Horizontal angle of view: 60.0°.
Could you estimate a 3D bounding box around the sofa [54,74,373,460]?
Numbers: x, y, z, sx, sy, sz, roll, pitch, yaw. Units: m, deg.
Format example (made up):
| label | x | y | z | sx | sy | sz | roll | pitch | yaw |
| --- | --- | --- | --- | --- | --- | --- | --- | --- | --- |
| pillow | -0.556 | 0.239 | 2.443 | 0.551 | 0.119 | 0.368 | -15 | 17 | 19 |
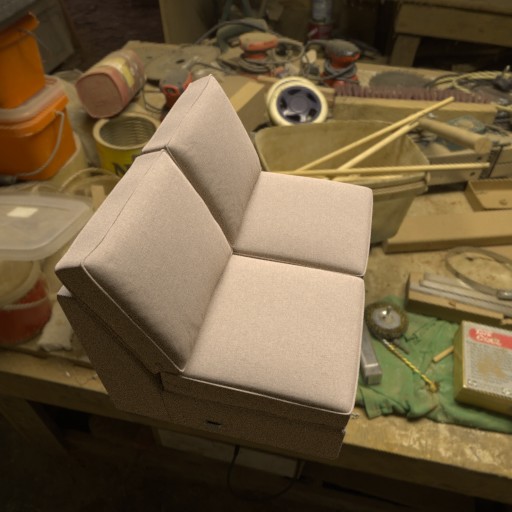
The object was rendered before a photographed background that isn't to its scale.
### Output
| label | x | y | z | sx | sy | sz | roll | pitch | yaw |
| --- | --- | --- | --- | --- | --- | --- | --- | --- | --- |
| sofa | 0.000 | 0.000 | 1.895 | 0.951 | 1.008 | 1.237 | 10 | 47 | 9 |
